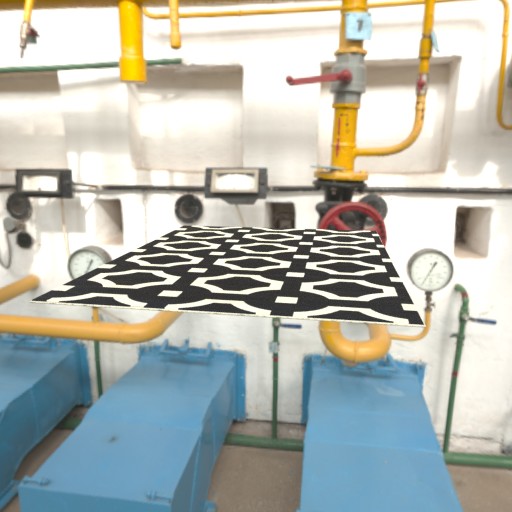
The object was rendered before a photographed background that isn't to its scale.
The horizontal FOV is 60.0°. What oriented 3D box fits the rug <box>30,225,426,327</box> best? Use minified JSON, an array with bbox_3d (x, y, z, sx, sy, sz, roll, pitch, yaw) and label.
[{"bbox_3d":[0.000,0.000,4.146,2.466,0.021,3.049,2,13,10],"label":"rug"}]
